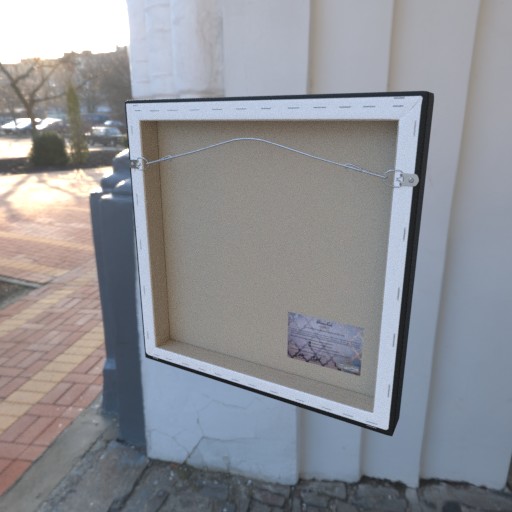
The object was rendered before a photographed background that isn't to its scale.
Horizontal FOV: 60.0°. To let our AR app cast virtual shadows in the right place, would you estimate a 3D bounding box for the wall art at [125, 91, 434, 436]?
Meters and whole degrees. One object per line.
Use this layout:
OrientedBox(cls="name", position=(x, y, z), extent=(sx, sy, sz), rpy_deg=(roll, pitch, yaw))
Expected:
OrientedBox(cls="wall art", position=(0.000, 0.000, 0.600), extent=(0.406, 0.407, 0.041), rpy_deg=(9, 19, 28))
